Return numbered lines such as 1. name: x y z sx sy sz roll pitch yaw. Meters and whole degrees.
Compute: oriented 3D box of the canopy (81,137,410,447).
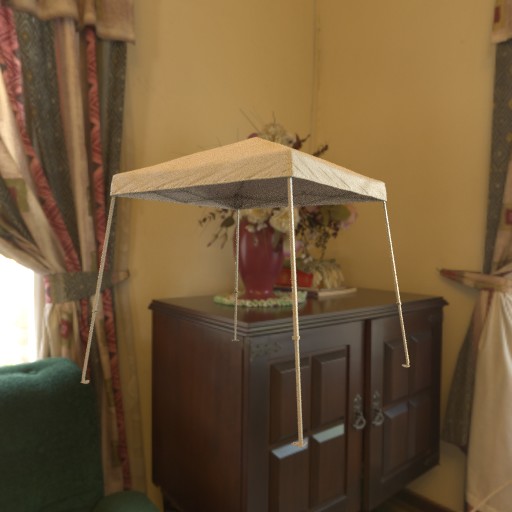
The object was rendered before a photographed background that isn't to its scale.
1. canopy: 0.000 0.000 6.745 3.599 3.600 3.600 1 1 35
